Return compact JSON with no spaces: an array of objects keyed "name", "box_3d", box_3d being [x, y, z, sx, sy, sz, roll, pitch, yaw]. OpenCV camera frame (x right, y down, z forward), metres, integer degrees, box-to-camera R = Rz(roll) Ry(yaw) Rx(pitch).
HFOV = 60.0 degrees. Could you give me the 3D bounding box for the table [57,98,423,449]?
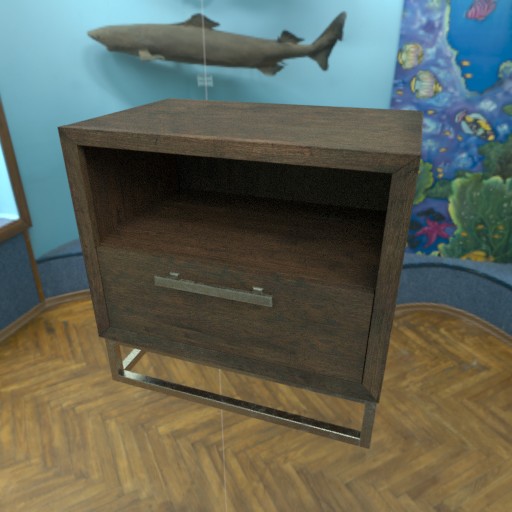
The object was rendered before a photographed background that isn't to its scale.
[{"name":"table","box_3d":[0.000,0.000,1.243,0.767,0.746,0.542,9,28,17]}]
